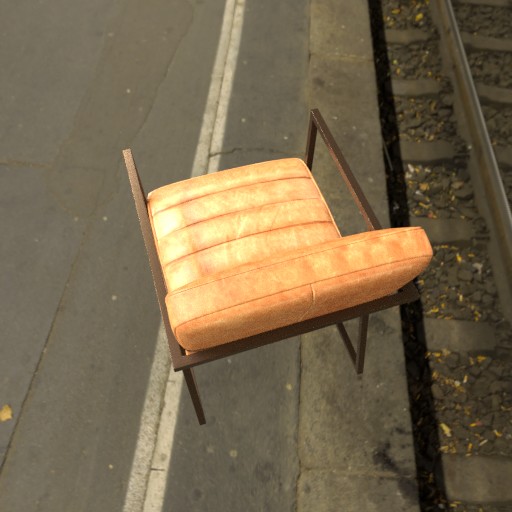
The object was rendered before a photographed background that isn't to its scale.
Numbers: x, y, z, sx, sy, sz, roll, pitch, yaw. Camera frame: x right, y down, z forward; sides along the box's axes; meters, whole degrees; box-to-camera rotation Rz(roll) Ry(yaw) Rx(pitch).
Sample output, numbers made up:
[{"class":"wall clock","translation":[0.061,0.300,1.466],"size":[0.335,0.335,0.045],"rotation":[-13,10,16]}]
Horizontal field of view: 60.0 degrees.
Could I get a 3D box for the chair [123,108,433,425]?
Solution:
[{"class":"chair","translation":[0.000,0.000,1.259],"size":[0.571,0.832,0.677],"rotation":[-15,59,-9]}]
